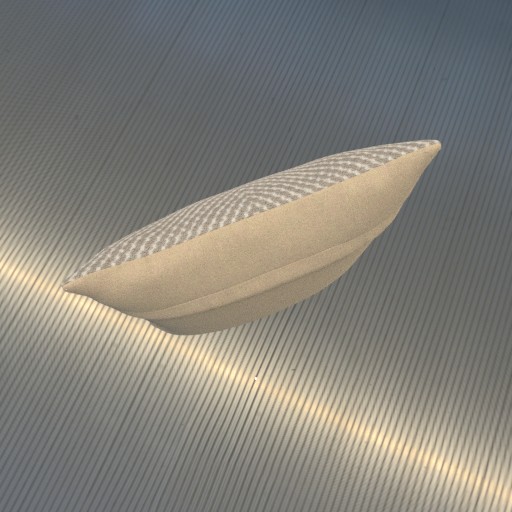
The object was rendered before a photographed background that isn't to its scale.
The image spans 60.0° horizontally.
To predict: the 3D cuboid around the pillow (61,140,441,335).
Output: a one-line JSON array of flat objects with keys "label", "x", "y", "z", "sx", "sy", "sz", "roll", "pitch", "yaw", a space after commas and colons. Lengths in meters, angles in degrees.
[{"label": "pillow", "x": 0.000, "y": 0.000, "z": 0.712, "sx": 0.459, "sy": 0.458, "sz": 0.181, "roll": -21, "pitch": 76, "yaw": -6}]
